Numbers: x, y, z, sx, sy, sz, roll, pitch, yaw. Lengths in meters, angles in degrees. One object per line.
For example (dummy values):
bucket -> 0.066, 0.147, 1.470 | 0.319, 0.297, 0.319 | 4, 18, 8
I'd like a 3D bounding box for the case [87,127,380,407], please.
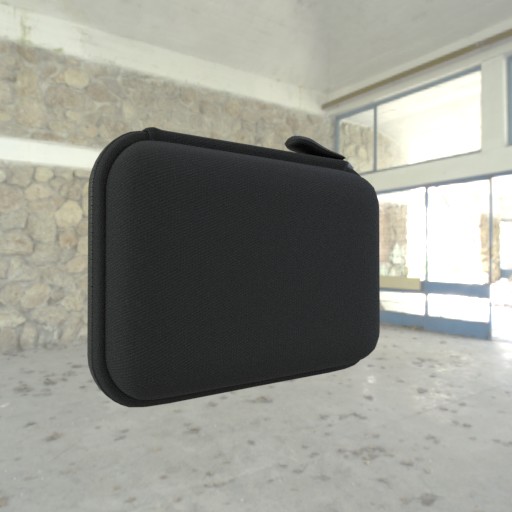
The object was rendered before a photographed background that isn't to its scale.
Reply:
case -> 0.000, 0.000, 0.182 | 0.132, 0.105, 0.038 | 1, -1, -34
